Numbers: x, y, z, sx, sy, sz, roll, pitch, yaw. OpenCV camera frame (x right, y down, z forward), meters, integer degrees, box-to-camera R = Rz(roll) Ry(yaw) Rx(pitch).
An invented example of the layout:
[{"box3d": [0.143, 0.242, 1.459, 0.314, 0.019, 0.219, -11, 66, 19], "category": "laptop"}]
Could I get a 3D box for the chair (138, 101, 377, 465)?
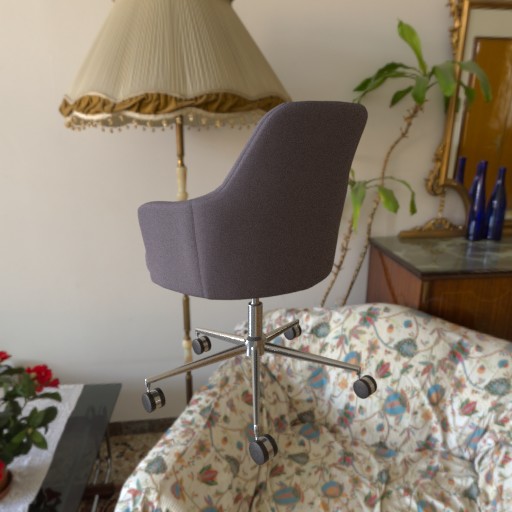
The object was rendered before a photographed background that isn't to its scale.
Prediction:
[{"box3d": [0.000, 0.000, 1.272, 0.655, 0.820, 0.600, -15, 22, -41], "category": "chair"}]
